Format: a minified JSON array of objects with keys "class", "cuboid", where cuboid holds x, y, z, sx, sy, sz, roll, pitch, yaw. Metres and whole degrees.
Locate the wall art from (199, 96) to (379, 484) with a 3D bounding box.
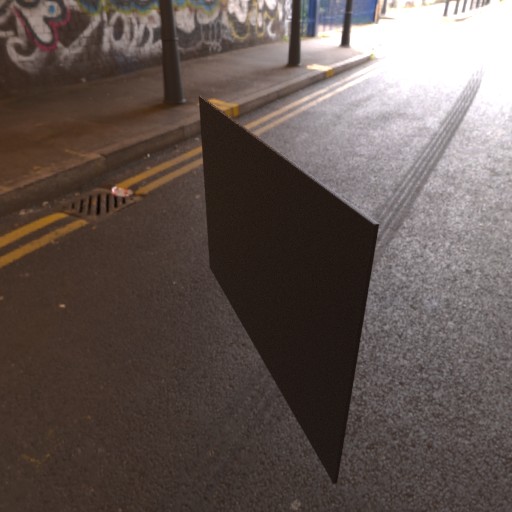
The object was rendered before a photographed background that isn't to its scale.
[{"class":"wall art","cuboid":[0.000,0.000,1.496,0.013,0.811,1.192,-12,33,-19]}]
